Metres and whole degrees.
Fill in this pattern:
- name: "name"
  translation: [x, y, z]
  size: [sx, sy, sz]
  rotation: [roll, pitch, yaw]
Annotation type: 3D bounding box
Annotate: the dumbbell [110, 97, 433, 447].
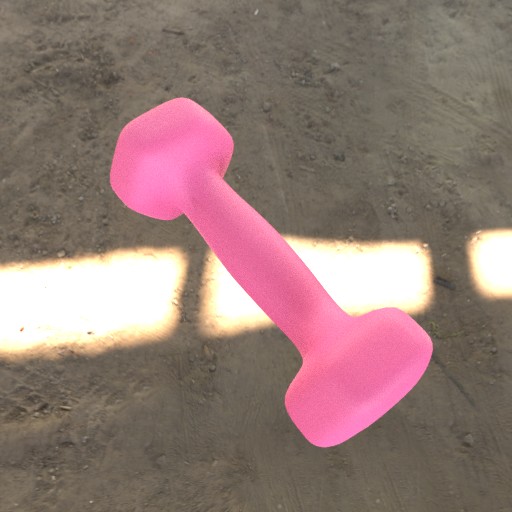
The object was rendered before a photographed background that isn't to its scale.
- name: "dumbbell"
  translation: [0.000, 0.000, 0.176]
  size: [0.058, 0.053, 0.146]
  rotation: [-35, 69, -16]
